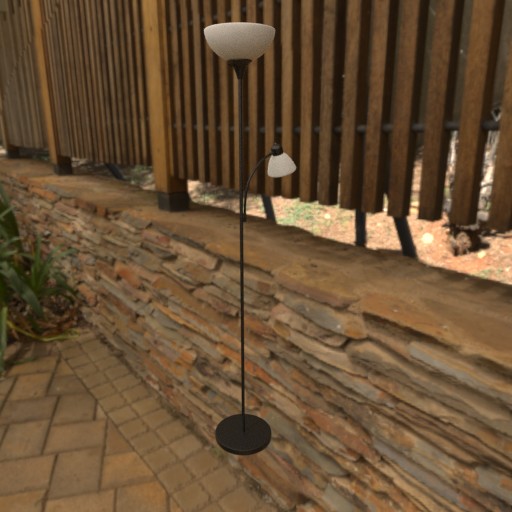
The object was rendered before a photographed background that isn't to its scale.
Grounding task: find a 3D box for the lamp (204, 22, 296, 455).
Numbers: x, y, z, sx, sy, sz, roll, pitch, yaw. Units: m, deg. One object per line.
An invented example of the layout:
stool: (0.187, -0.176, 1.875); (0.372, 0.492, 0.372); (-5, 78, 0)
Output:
lamp: (0.000, 0.000, 1.980); (0.442, 1.804, 0.279); (-15, 22, -42)
